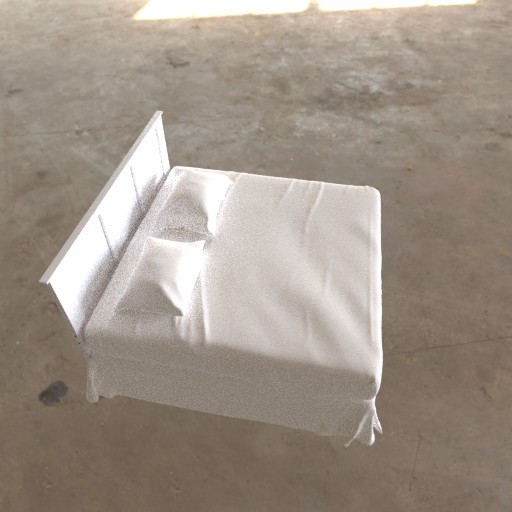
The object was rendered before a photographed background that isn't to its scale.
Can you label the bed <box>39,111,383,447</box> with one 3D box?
[{"bbox_3d":[0.000,0.000,3.551,2.215,1.273,2.317,8,47,7],"label":"bed"}]
